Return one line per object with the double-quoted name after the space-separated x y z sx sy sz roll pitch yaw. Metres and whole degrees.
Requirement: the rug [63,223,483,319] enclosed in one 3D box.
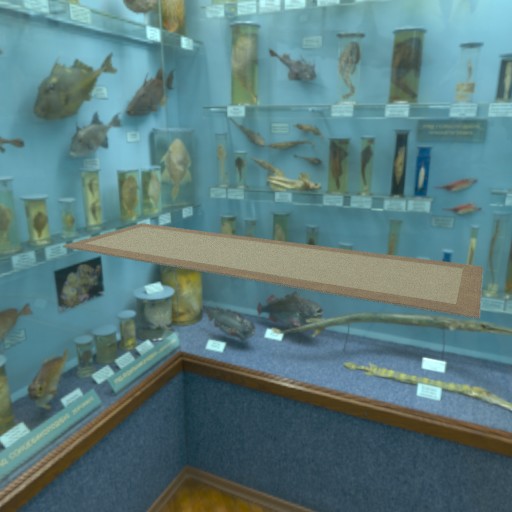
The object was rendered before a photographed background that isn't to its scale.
0.000 0.000 2.654 2.430 0.012 0.767 8 19 26 "rug"
